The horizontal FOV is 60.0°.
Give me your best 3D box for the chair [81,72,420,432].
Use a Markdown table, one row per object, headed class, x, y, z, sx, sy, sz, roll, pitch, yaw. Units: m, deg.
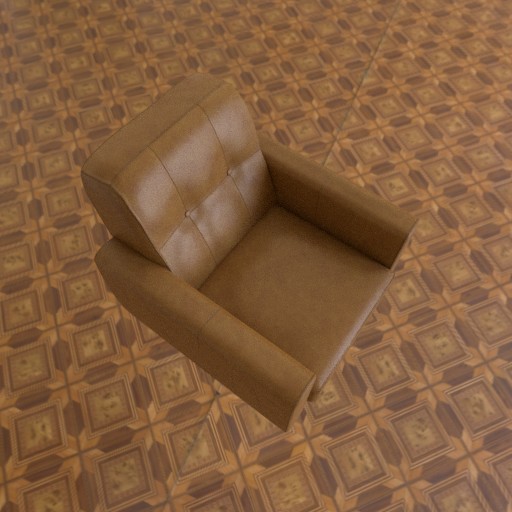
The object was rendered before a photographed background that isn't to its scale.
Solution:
| class | x | y | z | sx | sy | sz | roll | pitch | yaw |
| --- | --- | --- | --- | --- | --- | --- | --- | --- | --- |
| chair | 0.000 | 0.000 | 1.702 | 0.942 | 0.968 | 0.845 | 32 | 65 | 17 |
